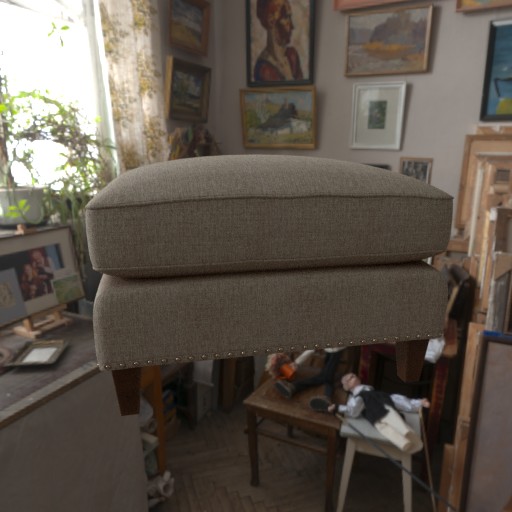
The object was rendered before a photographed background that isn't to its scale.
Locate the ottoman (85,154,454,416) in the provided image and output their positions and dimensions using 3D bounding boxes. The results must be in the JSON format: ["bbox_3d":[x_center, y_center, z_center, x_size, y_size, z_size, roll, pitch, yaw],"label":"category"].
[{"bbox_3d":[0.000,0.000,1.150,0.741,0.513,0.584,-3,14,-12],"label":"ottoman"}]
